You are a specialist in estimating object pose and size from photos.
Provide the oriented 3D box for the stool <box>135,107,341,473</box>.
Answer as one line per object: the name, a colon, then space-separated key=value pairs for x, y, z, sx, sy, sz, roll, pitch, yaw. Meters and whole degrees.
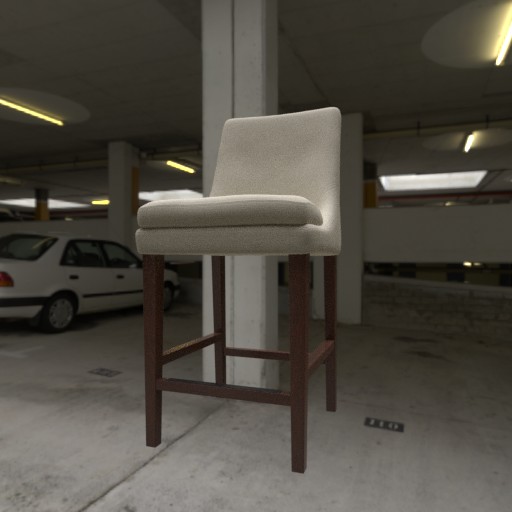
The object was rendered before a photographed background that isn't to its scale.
stool: x=0.000 y=0.000 z=1.309 sx=0.470 sy=0.981 sz=0.577 roll=0 pitch=0 yaw=20
